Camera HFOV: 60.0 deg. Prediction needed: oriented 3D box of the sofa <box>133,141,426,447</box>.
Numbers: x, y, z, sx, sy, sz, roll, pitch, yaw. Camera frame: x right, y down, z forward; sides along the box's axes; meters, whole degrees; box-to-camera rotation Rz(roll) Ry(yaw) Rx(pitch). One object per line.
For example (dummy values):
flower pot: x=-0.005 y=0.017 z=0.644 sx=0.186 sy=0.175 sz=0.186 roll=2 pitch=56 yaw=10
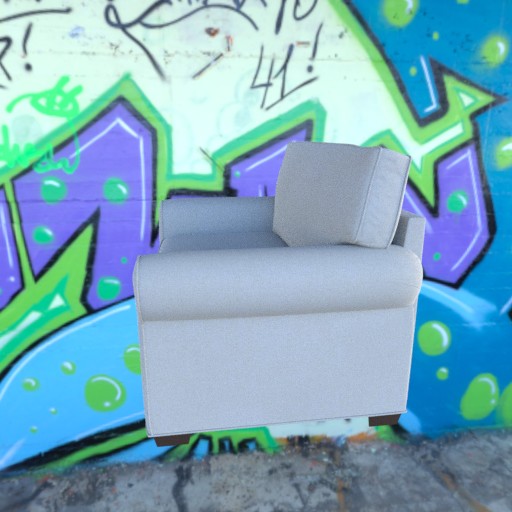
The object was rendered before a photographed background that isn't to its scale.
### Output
sofa: x=0.000 y=0.000 z=2.023 sx=0.937 sy=1.006 sz=1.405 roll=-2 pitch=15 yaw=-8
